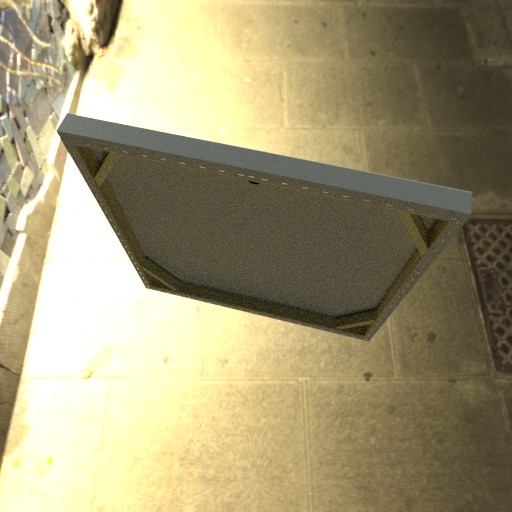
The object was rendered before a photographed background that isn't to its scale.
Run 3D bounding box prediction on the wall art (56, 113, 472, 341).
[{"bbox_3d":[0.000,0.000,0.912,0.610,0.610,0.038,13,64,6],"label":"wall art"}]
